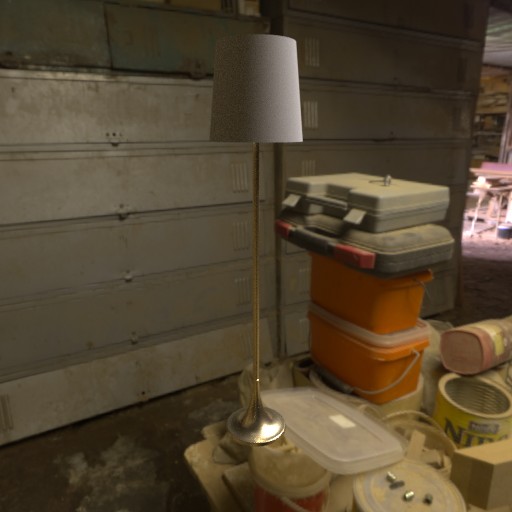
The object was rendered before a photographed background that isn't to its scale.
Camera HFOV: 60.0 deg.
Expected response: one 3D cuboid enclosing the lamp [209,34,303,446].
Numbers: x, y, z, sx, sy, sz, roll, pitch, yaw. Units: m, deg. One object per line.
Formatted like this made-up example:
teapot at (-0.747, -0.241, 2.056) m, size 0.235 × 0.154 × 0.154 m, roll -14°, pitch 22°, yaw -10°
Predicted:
lamp at (0.000, 0.000, 1.726) m, size 0.337 × 1.543 × 0.337 m, roll 0°, pitch 16°, yaw 0°
